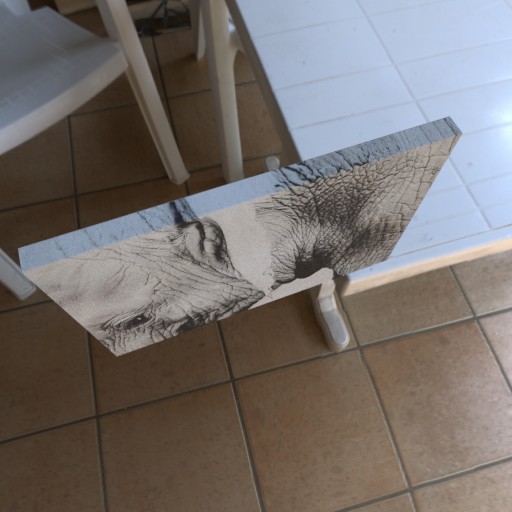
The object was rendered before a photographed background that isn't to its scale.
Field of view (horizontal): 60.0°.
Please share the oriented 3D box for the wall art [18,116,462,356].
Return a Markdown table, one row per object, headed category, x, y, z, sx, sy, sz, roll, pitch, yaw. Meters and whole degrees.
| category | x | y | z | sx | sy | sz | roll | pitch | yaw |
| --- | --- | --- | --- | --- | --- | --- | --- | --- | --- |
| wall art | 0.000 | 0.000 | 0.767 | 0.613 | 0.407 | 0.035 | -19 | 65 | -9 |
